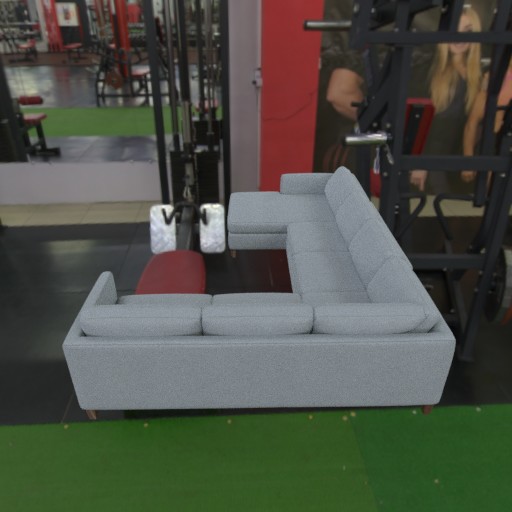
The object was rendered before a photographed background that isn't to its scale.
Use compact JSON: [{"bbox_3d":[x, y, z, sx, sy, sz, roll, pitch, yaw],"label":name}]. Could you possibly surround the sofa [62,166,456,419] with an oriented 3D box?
[{"bbox_3d":[0.000,0.000,4.316,2.551,0.853,3.238,0,30,-1],"label":"sofa"}]
